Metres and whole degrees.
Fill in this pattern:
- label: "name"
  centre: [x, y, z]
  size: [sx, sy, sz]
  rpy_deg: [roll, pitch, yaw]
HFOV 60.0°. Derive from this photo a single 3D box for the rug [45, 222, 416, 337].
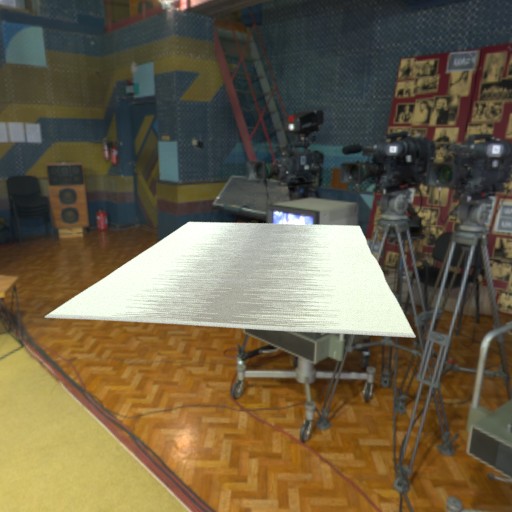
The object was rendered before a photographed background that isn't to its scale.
- label: "rug"
  centre: [0.000, 0.000, 2.306]
  size: [1.226, 0.007, 1.815]
  rpy_deg: [2, 15, 7]
